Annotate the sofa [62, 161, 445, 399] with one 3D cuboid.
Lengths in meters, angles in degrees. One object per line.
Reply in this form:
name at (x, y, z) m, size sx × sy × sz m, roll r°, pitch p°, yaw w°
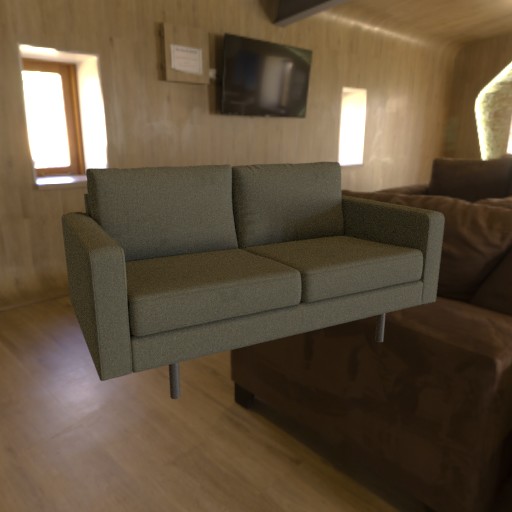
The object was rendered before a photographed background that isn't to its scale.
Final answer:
sofa at (0.000, 0.000, 2.273) m, size 1.730 × 0.897 × 0.889 m, roll -8°, pitch 17°, yaw -27°
